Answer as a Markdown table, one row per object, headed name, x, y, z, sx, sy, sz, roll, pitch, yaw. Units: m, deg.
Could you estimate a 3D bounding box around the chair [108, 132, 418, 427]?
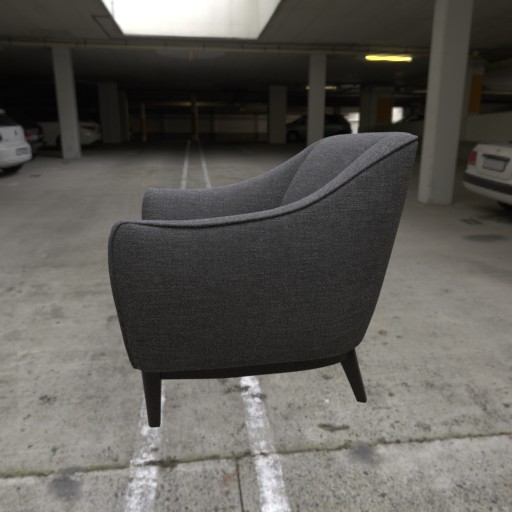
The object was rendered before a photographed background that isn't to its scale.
| name | x | y | z | sx | sy | sz | roll | pitch | yaw |
| --- | --- | --- | --- | --- | --- | --- | --- | --- | --- |
| chair | 0.000 | 0.000 | 1.550 | 0.851 | 0.829 | 0.870 | -2 | 14 | -8 |
